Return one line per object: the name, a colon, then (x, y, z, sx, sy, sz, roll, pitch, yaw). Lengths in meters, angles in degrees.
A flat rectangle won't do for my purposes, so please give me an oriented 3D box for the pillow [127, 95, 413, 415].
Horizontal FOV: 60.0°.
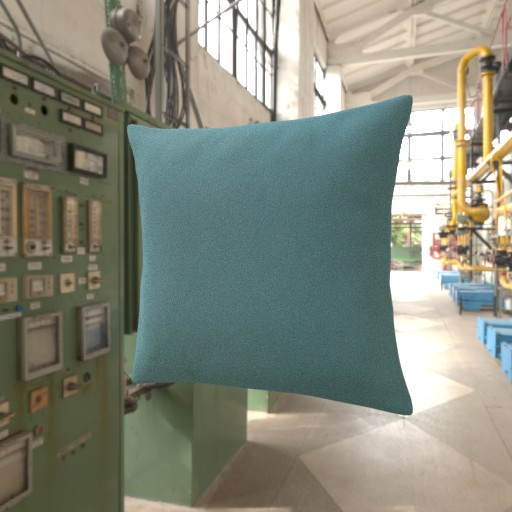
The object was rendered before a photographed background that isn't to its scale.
pillow: (0.000, 0.000, 0.784, 0.526, 0.507, 0.166, 0, 1, 19)
